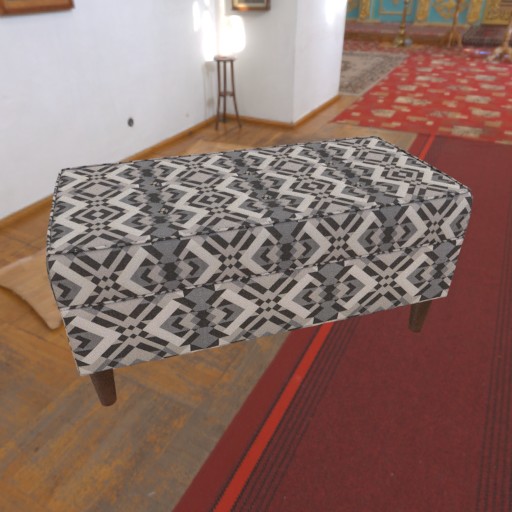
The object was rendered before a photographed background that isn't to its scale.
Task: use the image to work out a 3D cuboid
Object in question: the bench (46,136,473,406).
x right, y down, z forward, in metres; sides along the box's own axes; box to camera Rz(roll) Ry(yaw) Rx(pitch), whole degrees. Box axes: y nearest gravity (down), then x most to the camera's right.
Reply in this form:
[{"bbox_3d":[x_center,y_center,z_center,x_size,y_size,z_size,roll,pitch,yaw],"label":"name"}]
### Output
[{"bbox_3d":[0.000,0.000,1.279,1.016,0.477,0.492,-10,34,-15],"label":"bench"}]
